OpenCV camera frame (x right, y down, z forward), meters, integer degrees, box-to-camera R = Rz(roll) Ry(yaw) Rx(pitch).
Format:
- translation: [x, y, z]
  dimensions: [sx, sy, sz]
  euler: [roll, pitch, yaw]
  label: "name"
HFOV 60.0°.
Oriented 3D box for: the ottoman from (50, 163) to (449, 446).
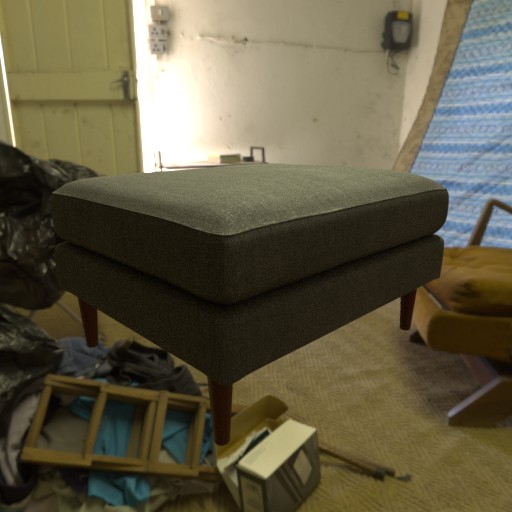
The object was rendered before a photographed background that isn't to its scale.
- translation: [0.000, 0.000, 1.201]
  dimensions: [0.821, 0.474, 0.693]
  euler: [-15, 21, -42]
  label: "ottoman"
